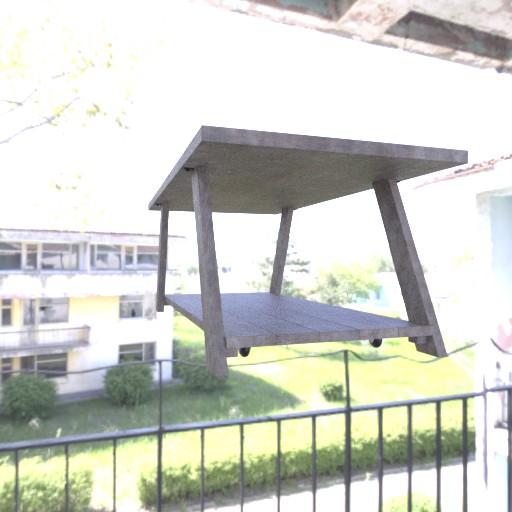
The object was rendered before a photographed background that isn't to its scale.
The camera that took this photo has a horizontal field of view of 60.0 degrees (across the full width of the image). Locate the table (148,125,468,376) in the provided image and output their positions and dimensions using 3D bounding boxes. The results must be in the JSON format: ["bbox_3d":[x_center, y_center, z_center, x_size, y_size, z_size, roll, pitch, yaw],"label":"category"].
[{"bbox_3d":[0.000,0.000,1.482,0.610,0.470,1.219,0,0,-18],"label":"table"}]
